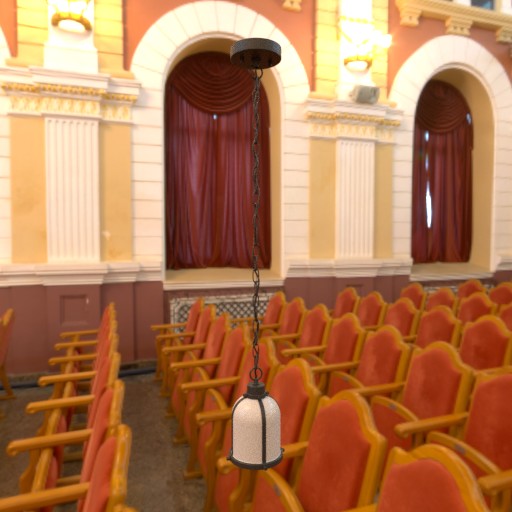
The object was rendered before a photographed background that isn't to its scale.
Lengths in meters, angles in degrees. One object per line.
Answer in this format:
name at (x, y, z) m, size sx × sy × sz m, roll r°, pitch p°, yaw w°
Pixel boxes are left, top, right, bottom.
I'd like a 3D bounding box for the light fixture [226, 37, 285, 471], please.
light fixture at (0.000, 0.000, 1.285) m, size 0.178 × 1.181 × 0.178 m, roll -1°, pitch 2°, yaw -18°
